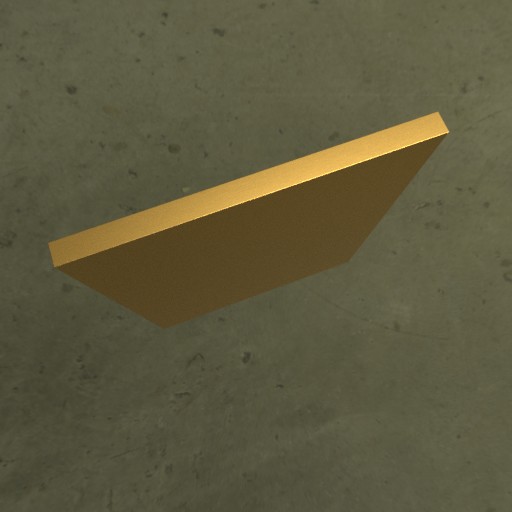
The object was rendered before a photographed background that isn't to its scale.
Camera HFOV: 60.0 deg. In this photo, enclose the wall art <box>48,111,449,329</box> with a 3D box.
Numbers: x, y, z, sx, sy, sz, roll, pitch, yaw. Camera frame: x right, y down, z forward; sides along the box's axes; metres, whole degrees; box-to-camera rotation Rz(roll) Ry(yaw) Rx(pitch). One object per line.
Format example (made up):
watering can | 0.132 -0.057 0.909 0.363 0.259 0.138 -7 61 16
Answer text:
wall art | 0.000 0.000 1.013 0.610 0.762 0.038 -20 75 -5
